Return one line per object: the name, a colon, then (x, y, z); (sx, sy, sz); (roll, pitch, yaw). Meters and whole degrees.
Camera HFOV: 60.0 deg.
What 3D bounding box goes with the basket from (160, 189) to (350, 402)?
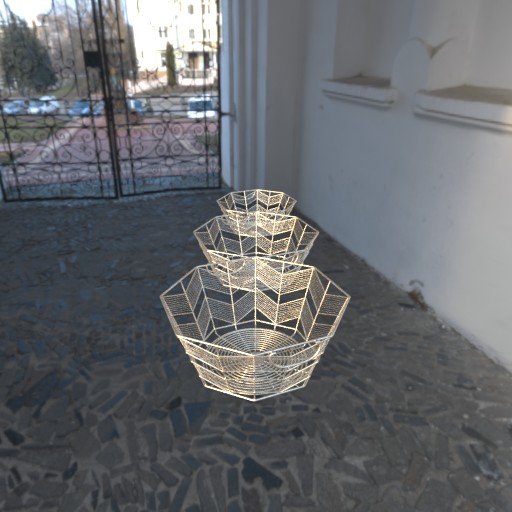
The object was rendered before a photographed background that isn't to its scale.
basket: (0.000, 0.000, 1.410); (0.432, 0.178, 1.246); (0, 25, 0)
